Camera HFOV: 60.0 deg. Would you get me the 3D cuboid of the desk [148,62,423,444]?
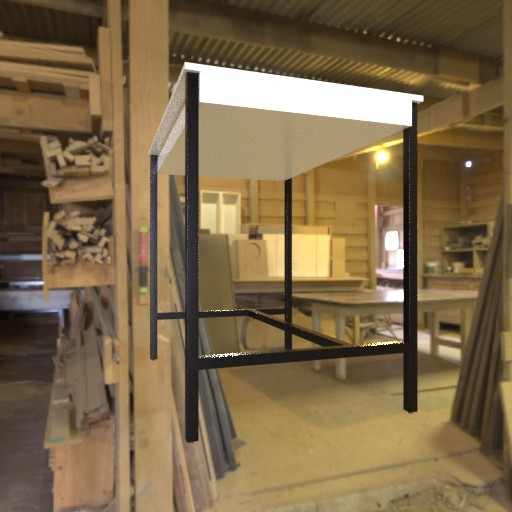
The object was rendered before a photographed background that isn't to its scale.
[{"bbox_3d":[0.000,0.000,1.354,0.573,0.766,0.811,0,0,-19],"label":"desk"}]
